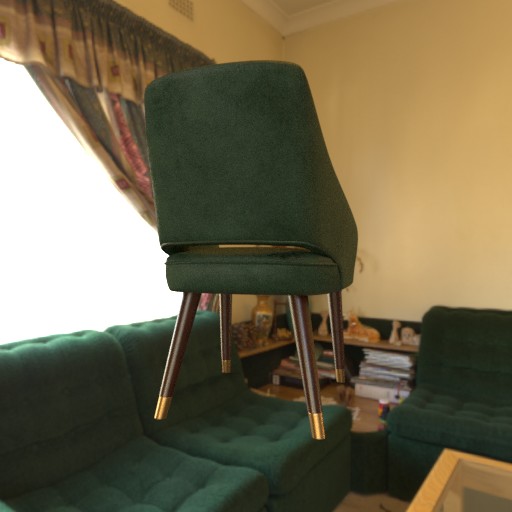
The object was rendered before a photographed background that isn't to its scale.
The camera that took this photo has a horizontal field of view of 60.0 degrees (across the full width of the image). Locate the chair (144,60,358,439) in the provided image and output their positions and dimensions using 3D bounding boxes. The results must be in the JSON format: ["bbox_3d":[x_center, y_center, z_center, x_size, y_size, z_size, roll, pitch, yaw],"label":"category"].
[{"bbox_3d":[0.000,0.000,1.613,0.683,1.081,0.794,0,0,17],"label":"chair"}]
